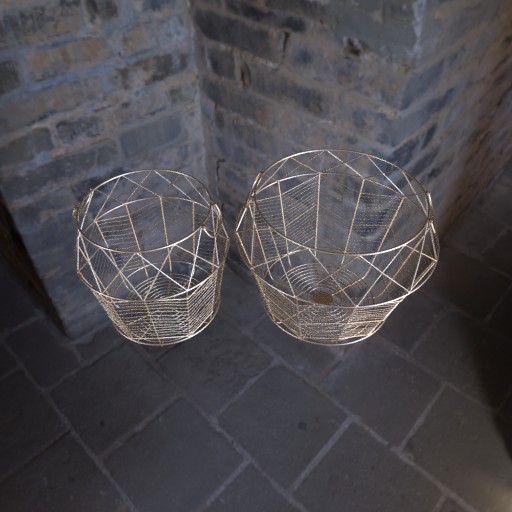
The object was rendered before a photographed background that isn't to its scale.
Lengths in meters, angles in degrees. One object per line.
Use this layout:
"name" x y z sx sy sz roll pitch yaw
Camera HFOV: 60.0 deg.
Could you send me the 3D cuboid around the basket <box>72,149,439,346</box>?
"basket" 0.000 0.000 1.041 0.805 0.343 0.451 -2 44 -2
